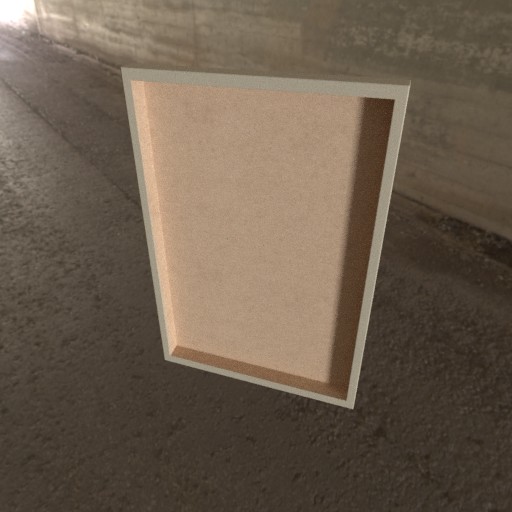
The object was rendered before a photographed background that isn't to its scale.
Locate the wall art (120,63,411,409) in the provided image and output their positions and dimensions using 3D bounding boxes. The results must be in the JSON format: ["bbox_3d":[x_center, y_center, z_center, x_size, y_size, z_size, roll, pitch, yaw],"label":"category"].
[{"bbox_3d":[0.000,0.000,0.786,0.418,0.608,0.038,10,34,16],"label":"wall art"}]
